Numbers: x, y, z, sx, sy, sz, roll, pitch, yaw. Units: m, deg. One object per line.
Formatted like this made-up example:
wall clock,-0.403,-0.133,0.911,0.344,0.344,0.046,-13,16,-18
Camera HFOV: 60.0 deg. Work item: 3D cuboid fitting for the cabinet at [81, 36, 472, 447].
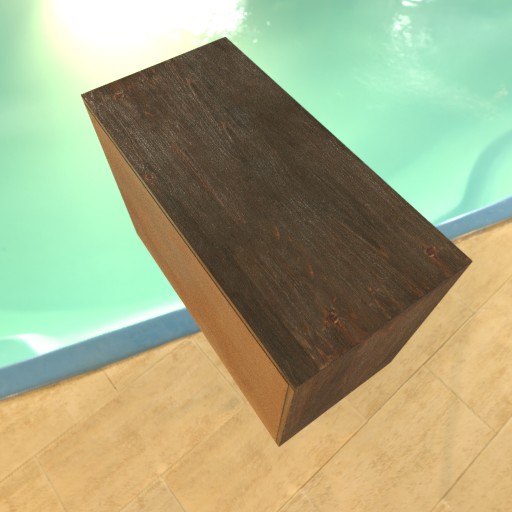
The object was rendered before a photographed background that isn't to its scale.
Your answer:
cabinet,0.000,0.000,1.517,0.529,0.897,1.023,-30,63,-17
